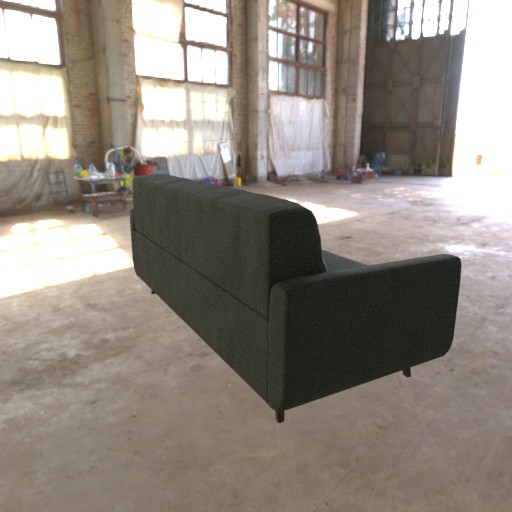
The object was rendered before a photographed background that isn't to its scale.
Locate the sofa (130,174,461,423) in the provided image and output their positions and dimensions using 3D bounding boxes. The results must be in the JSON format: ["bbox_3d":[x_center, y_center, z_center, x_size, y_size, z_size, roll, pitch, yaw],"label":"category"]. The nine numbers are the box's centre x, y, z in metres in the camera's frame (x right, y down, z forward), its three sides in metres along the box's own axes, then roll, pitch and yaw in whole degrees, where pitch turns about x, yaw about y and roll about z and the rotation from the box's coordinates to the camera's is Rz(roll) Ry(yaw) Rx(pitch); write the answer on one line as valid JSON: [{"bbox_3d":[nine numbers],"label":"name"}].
[{"bbox_3d":[0.000,0.000,2.499,0.909,0.841,2.029,-8,17,-28],"label":"sofa"}]
